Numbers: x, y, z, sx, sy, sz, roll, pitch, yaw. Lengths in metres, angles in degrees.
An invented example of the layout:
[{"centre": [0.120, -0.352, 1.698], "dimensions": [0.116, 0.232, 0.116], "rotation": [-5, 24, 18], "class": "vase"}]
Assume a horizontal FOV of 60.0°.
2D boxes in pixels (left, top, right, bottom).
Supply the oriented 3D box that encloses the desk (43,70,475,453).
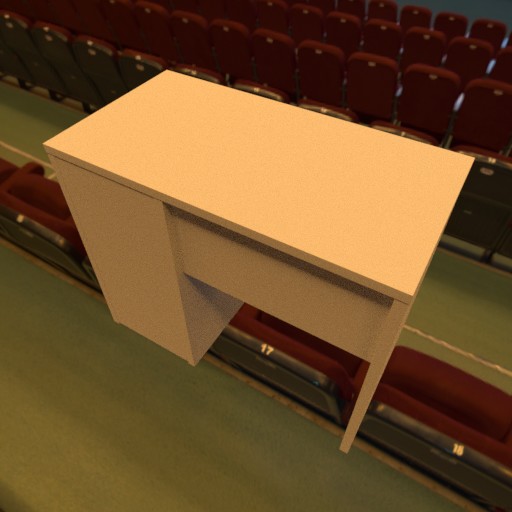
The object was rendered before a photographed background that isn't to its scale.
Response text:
[{"centre": [0.000, 0.000, 1.305], "dimensions": [0.898, 0.730, 0.482], "rotation": [23, 51, 21], "class": "desk"}]
